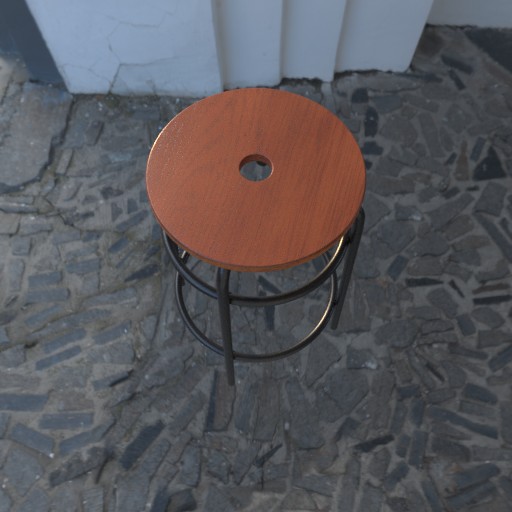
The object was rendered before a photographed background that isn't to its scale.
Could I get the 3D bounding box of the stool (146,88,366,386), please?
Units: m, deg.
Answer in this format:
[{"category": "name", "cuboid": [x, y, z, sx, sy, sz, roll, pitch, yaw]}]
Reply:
[{"category": "stool", "cuboid": [0.000, 0.000, 0.947, 0.455, 0.610, 0.455, 15, 65, 7]}]
